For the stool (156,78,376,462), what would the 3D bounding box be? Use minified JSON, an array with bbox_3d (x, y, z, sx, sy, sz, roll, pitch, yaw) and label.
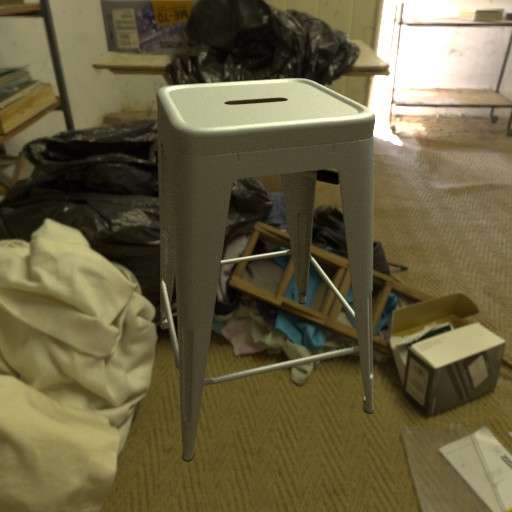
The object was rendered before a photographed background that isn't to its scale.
[{"bbox_3d":[0.000,0.000,0.887,0.406,0.610,0.406,-9,33,-14],"label":"stool"}]
